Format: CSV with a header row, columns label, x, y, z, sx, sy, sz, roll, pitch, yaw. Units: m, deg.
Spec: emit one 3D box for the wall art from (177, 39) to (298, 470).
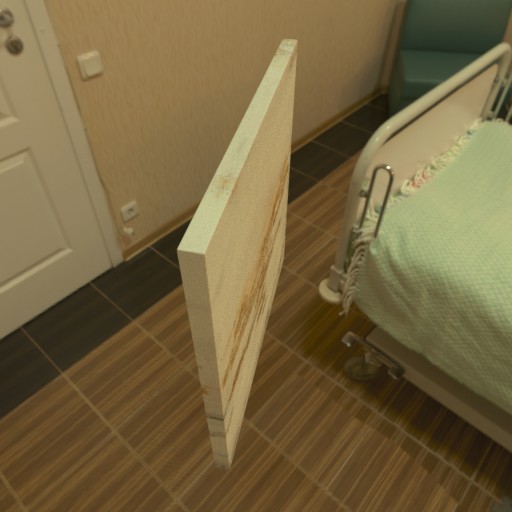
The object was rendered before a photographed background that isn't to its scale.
label,x,y,z,sx,sy,sz,roll,pitch,yaw
wall art,0.000,0.000,1.085,0.038,0.755,0.753,9,46,9
